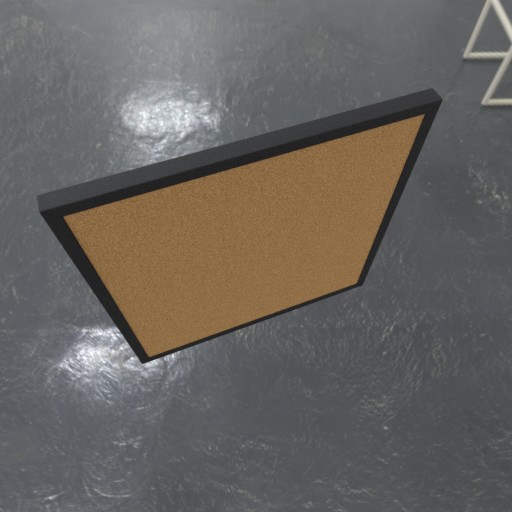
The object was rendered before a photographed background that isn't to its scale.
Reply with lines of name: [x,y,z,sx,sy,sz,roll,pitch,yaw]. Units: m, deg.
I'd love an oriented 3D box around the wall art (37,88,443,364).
wall art: [0.000,0.000,1.118,0.763,0.763,0.037,-18,60,-11]
